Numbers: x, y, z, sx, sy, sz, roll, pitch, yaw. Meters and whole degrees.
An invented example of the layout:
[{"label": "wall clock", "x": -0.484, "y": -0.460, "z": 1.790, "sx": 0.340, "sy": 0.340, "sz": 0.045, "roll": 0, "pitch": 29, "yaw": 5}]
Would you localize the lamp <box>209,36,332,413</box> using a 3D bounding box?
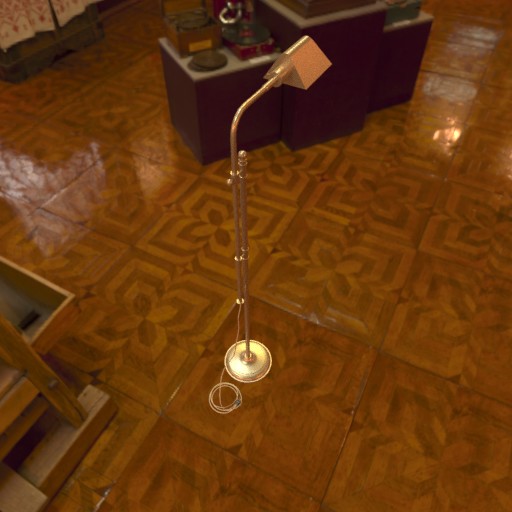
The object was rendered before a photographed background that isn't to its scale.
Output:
[{"label": "lamp", "x": 0.000, "y": 0.000, "z": 1.893, "sx": 0.256, "sy": 1.571, "sz": 0.813, "roll": 23, "pitch": 52, "yaw": 19}]
